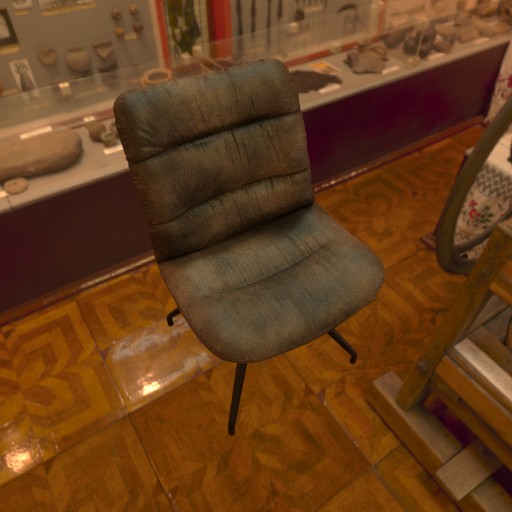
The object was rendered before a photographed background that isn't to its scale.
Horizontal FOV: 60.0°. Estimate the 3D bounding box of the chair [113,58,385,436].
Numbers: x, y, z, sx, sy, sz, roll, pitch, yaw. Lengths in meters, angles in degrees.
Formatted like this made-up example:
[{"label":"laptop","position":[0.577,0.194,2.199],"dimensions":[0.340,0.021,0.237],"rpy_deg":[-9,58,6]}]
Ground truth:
[{"label":"chair","position":[0.000,0.000,1.284],"dimensions":[0.549,0.870,0.622],"rpy_deg":[-24,51,-21]}]
